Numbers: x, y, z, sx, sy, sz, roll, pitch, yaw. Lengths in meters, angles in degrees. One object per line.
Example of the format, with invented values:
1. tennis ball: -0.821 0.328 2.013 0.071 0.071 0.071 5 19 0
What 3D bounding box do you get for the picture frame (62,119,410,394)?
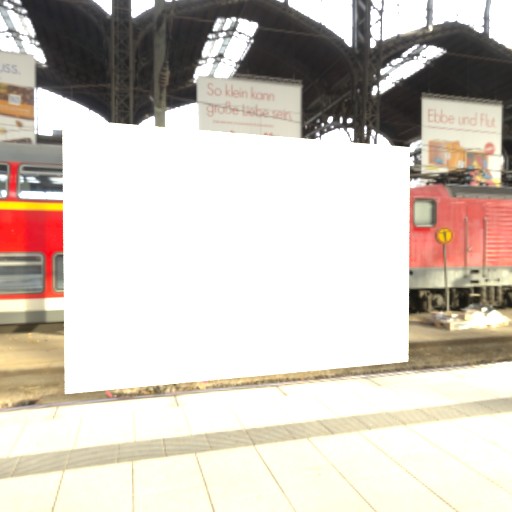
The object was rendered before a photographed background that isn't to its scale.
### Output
1. picture frame: 0.000 0.000 1.192 0.950 0.640 0.029 0 1 -18
